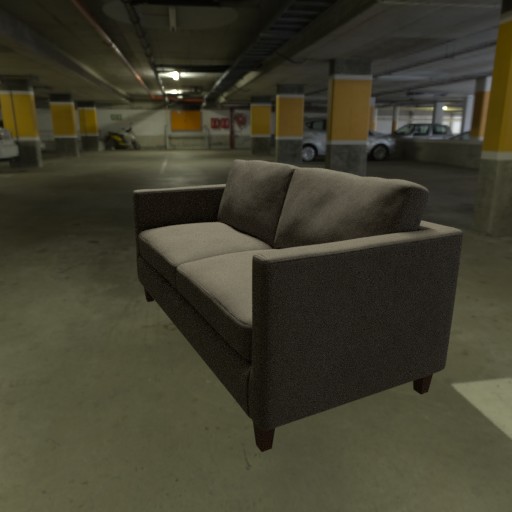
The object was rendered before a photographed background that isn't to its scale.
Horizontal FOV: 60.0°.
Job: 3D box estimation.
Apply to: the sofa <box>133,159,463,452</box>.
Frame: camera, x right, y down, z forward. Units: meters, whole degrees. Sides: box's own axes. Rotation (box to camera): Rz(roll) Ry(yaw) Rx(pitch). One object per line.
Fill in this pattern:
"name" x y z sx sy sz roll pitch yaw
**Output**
"sofa" 0.000 0.000 2.436 0.950 0.963 1.884 -8 18 -26
